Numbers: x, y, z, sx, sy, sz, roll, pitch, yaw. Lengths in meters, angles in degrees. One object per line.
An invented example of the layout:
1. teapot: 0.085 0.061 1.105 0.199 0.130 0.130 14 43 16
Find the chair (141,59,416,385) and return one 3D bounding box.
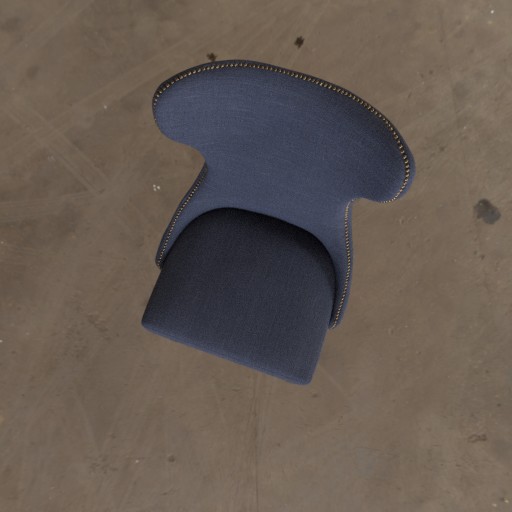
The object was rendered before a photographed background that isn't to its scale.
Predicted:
1. chair: 0.000 0.000 1.360 0.628 0.967 0.635 18 74 5
